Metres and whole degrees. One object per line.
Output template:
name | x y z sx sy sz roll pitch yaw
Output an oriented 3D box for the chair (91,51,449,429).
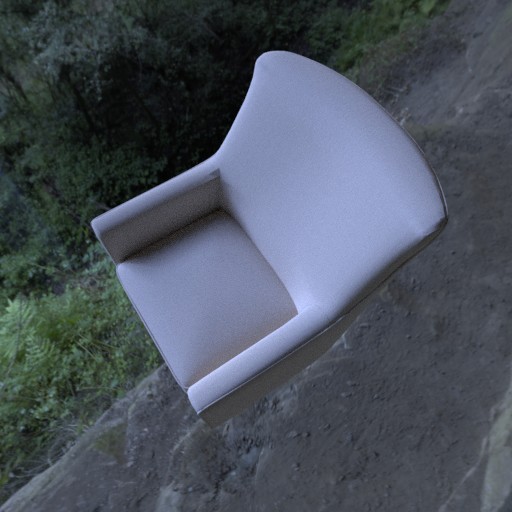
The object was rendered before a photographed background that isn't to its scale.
chair | 0.000 0.000 1.530 0.879 0.916 0.756 -30 67 -14
